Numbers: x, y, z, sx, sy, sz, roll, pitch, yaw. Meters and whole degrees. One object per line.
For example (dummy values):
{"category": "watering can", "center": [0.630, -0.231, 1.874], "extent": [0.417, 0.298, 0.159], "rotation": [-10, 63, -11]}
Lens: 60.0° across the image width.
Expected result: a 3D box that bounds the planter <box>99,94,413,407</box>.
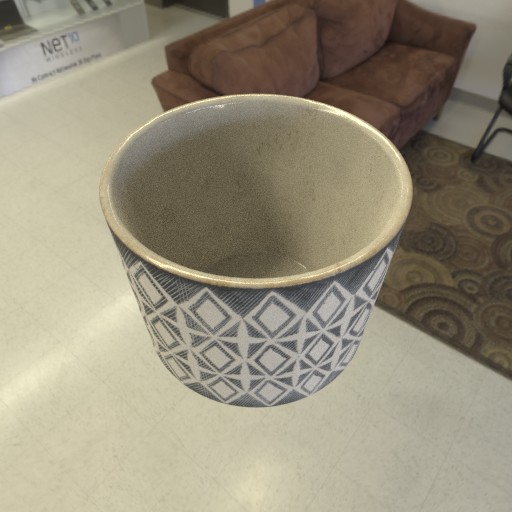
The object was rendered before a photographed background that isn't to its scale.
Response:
{"category": "planter", "center": [0.000, 0.000, 0.339], "extent": [0.192, 0.165, 0.192], "rotation": [0, 47, 0]}
